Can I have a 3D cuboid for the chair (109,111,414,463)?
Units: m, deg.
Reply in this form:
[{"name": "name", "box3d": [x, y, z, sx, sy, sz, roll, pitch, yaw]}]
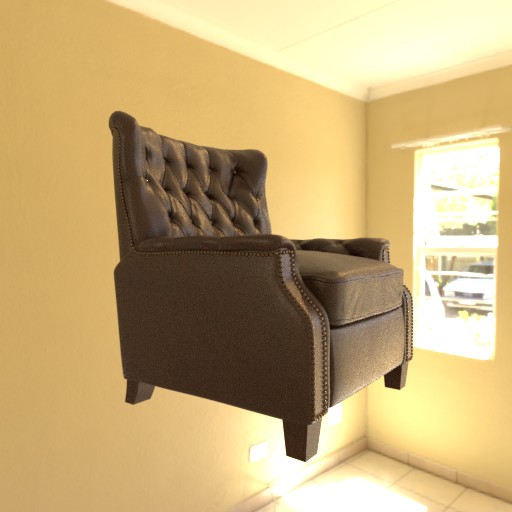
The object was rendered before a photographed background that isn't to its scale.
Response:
[{"name": "chair", "box3d": [0.000, 0.000, 1.422, 0.823, 0.864, 0.709, 1, 2, 37]}]
